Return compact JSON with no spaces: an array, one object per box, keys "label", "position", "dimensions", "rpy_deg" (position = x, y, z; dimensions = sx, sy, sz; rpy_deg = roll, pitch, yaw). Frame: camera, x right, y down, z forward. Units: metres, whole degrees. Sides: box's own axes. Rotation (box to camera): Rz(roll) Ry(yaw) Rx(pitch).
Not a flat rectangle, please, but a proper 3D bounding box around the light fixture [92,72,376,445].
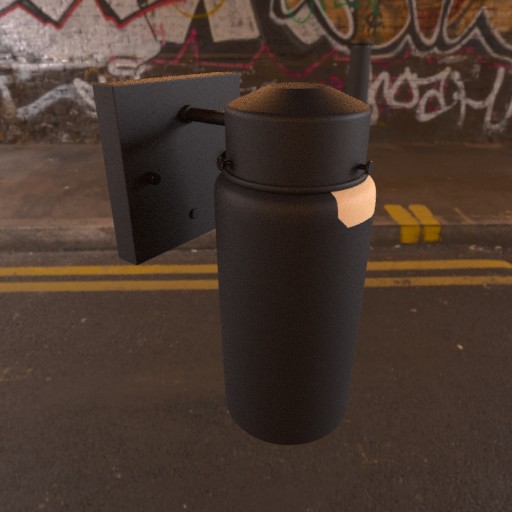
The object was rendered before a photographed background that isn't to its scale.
[{"label":"light fixture","position":[0.000,0.000,0.351],"dimensions":[0.176,0.257,0.130],"rpy_deg":[18,32,32]}]
